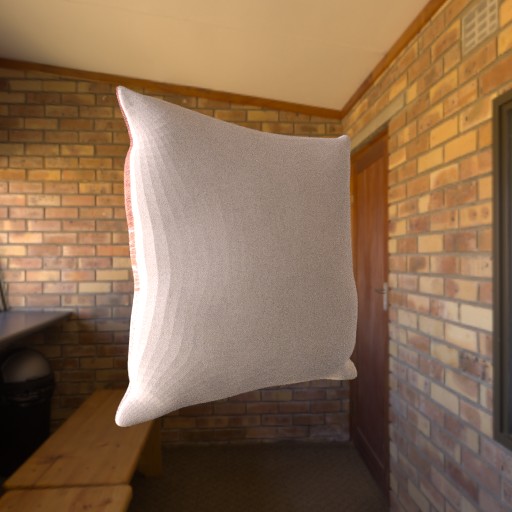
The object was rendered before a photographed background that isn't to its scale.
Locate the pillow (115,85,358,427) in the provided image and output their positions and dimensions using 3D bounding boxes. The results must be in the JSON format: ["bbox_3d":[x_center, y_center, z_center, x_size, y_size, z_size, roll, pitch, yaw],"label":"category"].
[{"bbox_3d":[0.000,0.000,0.685,0.440,0.441,0.182,0,-1,-36],"label":"pillow"}]
